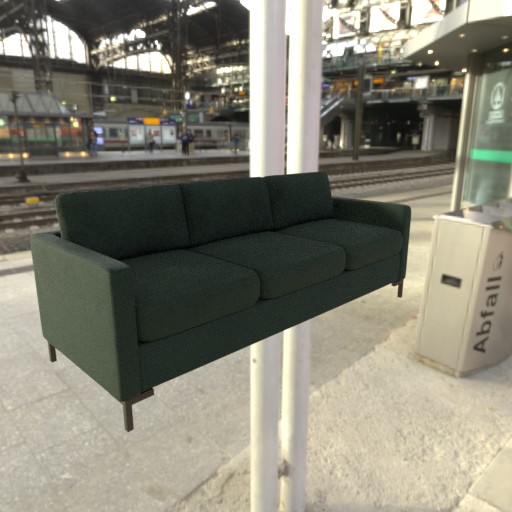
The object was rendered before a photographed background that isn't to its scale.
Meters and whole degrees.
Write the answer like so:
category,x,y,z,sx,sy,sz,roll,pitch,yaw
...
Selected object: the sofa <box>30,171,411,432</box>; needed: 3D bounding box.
category,x,y,z,sx,sy,sz,roll,pitch,yaw
sofa,0.000,0.000,2.628,2.218,0.870,0.859,-14,20,-43
